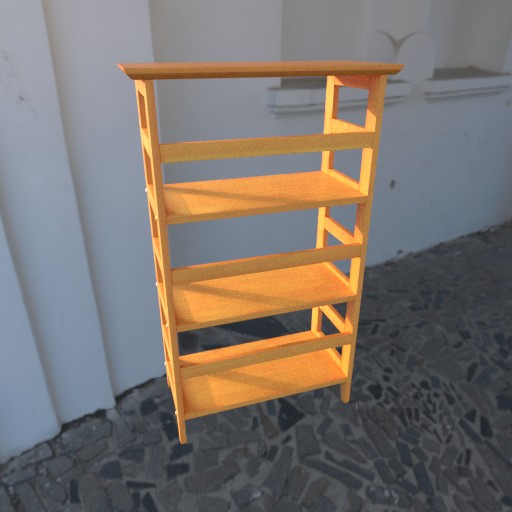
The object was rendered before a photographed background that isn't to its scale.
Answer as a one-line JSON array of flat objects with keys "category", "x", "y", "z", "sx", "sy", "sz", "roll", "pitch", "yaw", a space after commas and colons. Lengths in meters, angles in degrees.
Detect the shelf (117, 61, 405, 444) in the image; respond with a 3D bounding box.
[{"category": "shelf", "x": 0.000, "y": 0.000, "z": 1.340, "sx": 0.660, "sy": 1.067, "sz": 0.305, "roll": -8, "pitch": 26, "yaw": -16}]
